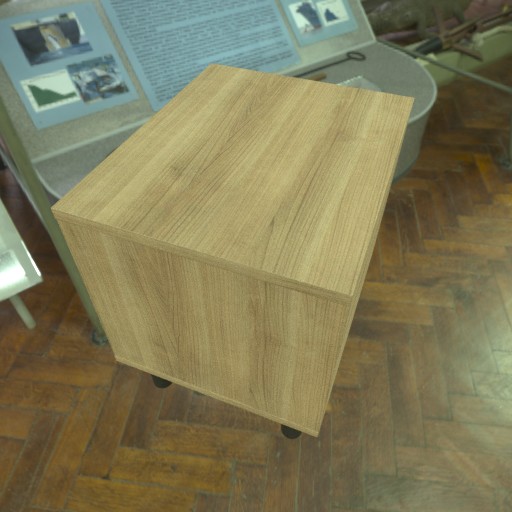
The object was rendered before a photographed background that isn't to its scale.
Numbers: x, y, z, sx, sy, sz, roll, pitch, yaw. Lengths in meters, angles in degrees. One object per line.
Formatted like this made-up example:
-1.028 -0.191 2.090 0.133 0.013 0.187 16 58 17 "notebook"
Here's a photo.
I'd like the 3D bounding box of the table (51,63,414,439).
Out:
0.000 0.000 0.793 0.380 0.460 0.445 16 48 15 "table"
